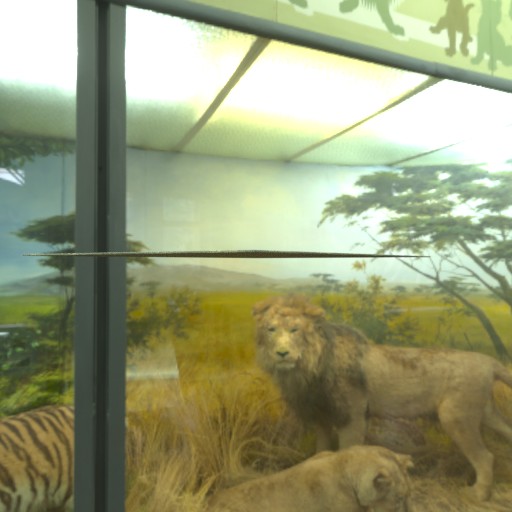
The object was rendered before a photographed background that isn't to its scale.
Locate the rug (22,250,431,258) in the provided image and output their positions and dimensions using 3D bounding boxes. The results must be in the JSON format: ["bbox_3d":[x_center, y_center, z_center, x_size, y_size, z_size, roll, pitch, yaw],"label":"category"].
[{"bbox_3d":[0.000,0.000,4.372,2.438,0.013,3.353,-1,-1,36],"label":"rug"}]
